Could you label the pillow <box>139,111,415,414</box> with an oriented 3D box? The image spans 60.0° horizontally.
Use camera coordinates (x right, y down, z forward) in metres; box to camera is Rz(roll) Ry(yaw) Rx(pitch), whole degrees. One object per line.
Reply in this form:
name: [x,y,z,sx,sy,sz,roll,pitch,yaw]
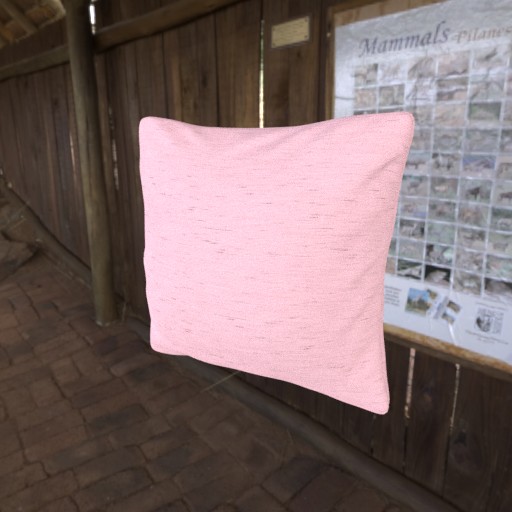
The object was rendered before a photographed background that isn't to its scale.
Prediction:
pillow: [0.000,0.000,0.679,0.432,0.415,0.246,8,17,27]
